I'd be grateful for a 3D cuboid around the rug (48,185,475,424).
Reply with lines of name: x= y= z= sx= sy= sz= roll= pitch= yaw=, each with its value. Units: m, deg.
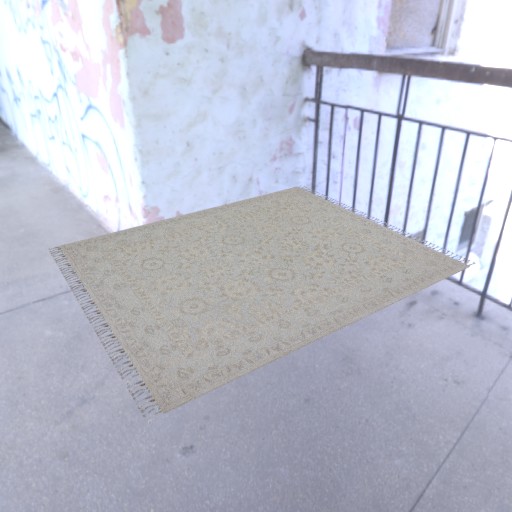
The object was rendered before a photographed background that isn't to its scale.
rug: x=0.000 y=0.000 z=3.989 sx=3.043 sy=0.013 sz=2.444 roll=-18 pitch=34 yaw=-29
